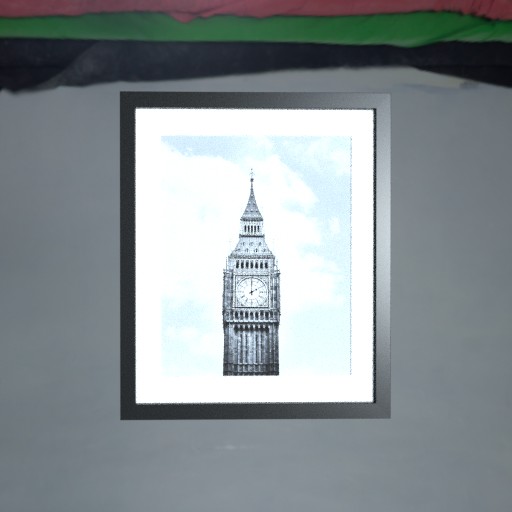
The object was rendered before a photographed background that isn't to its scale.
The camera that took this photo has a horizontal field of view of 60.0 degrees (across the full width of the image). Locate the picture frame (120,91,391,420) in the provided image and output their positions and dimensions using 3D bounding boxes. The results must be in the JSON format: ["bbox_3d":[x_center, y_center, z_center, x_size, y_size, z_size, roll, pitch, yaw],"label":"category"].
[{"bbox_3d":[0.000,0.000,0.767,0.460,0.556,0.028,0,0,-1],"label":"picture frame"}]
